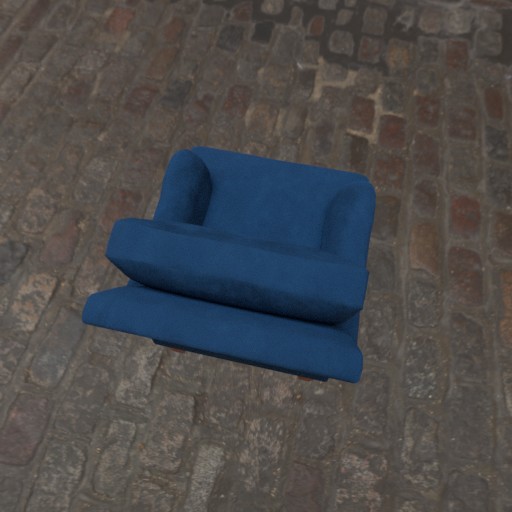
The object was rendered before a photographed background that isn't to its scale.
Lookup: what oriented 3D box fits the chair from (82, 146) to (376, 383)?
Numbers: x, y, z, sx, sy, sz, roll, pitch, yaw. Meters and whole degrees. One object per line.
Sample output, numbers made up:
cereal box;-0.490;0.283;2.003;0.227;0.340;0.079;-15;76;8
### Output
chair;0.000;0.000;1.889;0.895;1.076;1.078;11;64;6
